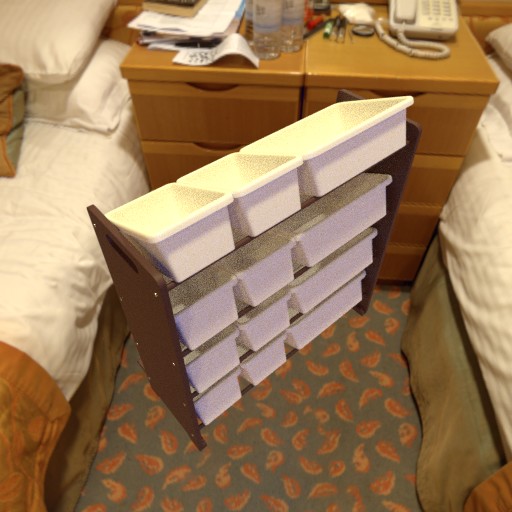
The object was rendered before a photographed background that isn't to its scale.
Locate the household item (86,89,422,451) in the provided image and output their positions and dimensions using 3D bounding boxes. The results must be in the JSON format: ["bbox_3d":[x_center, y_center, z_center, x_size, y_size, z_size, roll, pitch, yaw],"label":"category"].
[{"bbox_3d":[0.000,0.000,1.297,0.787,0.864,0.389,-32,54,-27],"label":"household item"}]
